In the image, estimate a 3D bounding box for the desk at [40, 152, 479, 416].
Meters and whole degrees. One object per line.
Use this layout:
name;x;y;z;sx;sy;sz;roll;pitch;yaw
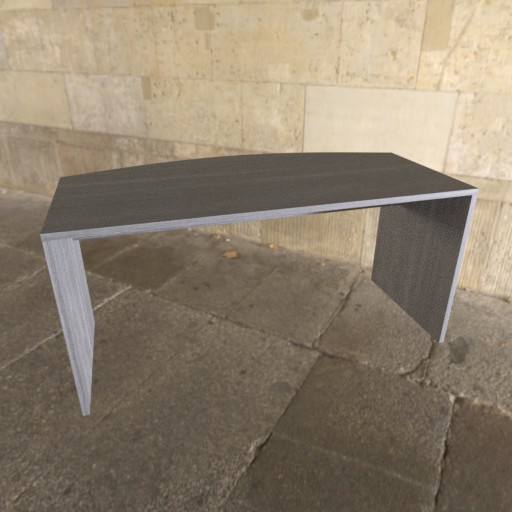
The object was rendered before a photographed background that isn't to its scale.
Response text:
desk;0.000;0.000;2.055;1.600;0.750;0.802;-7;27;-15
